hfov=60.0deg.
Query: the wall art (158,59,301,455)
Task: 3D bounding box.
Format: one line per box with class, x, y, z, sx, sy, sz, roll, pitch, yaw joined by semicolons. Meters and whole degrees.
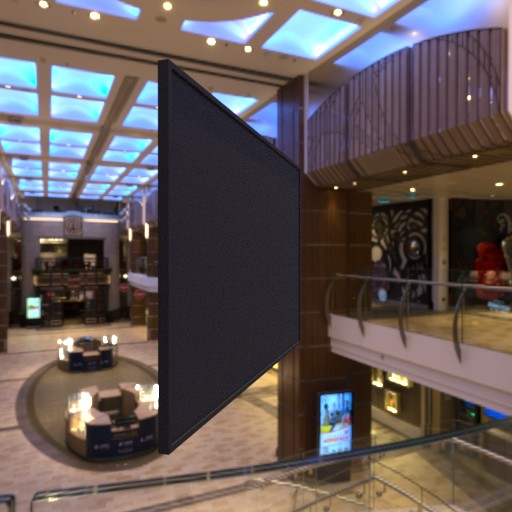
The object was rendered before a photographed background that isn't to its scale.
wall art;0.000;0.000;1.466;0.028;0.805;1.190;0;0;19
